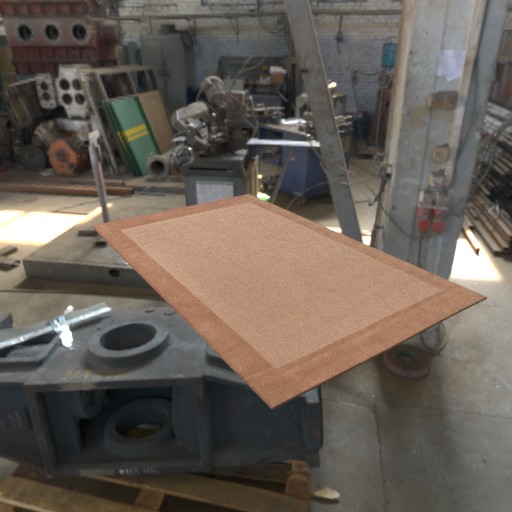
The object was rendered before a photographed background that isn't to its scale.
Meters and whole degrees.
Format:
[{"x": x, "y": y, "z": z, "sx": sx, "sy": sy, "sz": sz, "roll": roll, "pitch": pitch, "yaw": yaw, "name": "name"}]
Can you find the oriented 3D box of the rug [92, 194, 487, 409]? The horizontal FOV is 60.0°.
[{"x": 0.000, "y": 0.000, "z": 3.042, "sx": 1.524, "sy": 0.014, "sz": 2.438, "roll": -16, "pitch": 29, "yaw": -31, "name": "rug"}]
